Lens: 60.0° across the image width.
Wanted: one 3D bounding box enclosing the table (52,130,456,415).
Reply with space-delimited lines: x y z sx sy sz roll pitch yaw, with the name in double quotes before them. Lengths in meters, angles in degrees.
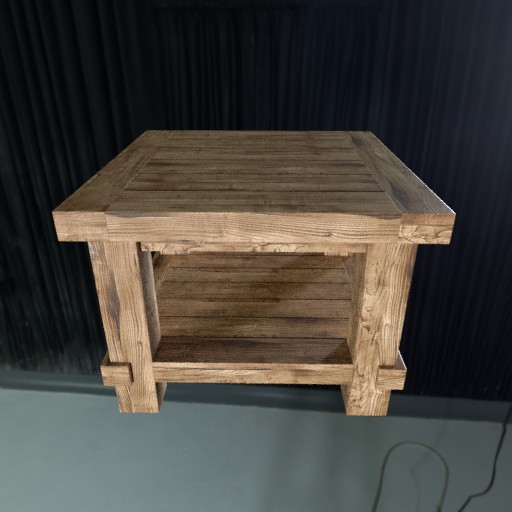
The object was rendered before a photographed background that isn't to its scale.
"table" 0.000 0.000 1.043 0.610 0.457 0.610 0 27 1
